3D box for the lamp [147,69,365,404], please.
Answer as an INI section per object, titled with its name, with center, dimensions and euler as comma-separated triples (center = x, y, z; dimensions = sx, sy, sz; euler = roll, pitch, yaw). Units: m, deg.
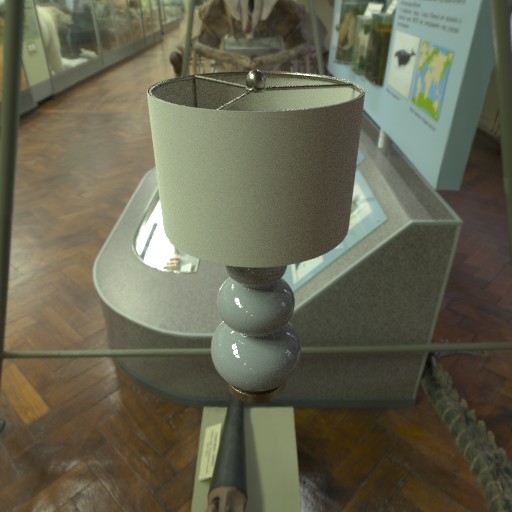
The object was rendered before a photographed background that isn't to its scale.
[lamp]
center = 0.000, 0.000, 0.934
dimensions = 0.367, 0.730, 0.367
euler = 0, 31, 0
